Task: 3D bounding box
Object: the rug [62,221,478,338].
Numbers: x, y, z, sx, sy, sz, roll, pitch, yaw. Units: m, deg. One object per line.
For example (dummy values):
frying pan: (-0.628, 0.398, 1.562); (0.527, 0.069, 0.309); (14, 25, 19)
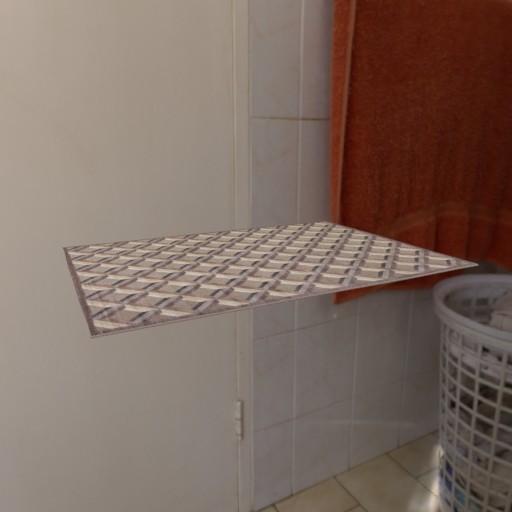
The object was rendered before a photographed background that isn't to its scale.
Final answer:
rug: (0.000, 0.000, 2.911); (2.260, 0.013, 1.600); (-7, 17, -26)
